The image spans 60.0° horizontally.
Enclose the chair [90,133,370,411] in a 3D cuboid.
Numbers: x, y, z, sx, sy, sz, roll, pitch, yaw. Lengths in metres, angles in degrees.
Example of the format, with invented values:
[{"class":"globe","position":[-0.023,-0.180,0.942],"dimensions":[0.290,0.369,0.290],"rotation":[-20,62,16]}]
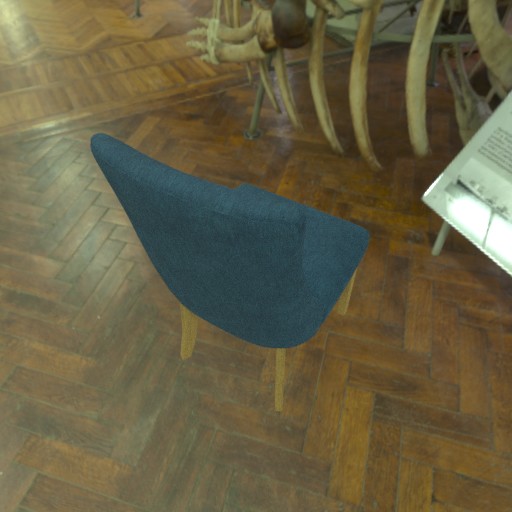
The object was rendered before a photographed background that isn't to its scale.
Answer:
[{"class":"chair","position":[0.000,0.000,1.264],"dimensions":[0.495,0.902,0.609],"rotation":[24,51,21]}]
